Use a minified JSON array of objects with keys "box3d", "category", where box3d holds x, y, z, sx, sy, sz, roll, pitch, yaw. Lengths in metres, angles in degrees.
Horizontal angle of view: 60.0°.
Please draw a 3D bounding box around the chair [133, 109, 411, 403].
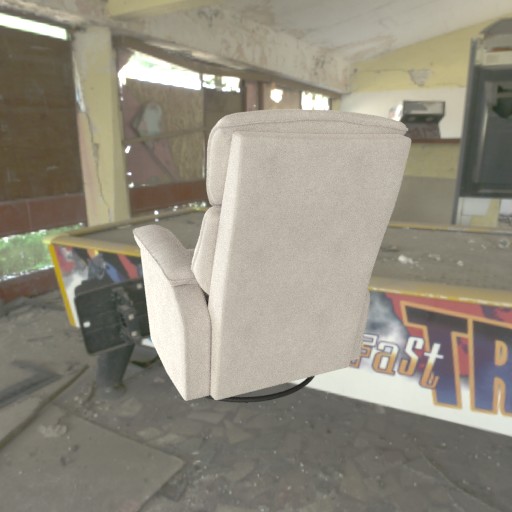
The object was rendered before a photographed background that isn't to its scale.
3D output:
[{"box3d":[0.000,0.000,1.747,0.820,1.039,1.001,-6,15,-25],"category":"chair"}]
